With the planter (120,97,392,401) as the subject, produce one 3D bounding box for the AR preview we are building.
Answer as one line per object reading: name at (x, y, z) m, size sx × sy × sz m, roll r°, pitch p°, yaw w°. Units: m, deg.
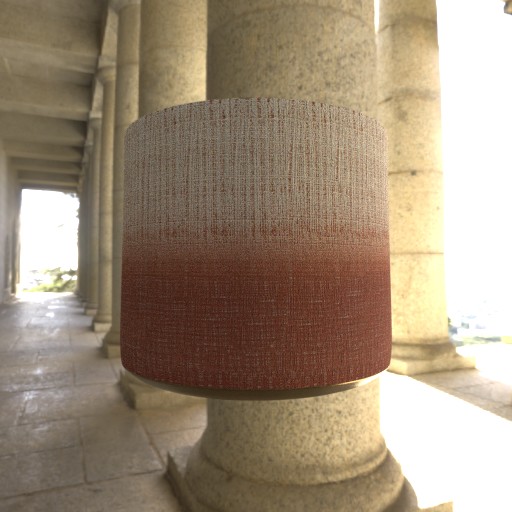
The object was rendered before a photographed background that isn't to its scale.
planter at (0.000, 0.000, 0.435) m, size 0.254 × 0.221 × 0.254 m, roll 0°, pitch -1°, yaw 0°
